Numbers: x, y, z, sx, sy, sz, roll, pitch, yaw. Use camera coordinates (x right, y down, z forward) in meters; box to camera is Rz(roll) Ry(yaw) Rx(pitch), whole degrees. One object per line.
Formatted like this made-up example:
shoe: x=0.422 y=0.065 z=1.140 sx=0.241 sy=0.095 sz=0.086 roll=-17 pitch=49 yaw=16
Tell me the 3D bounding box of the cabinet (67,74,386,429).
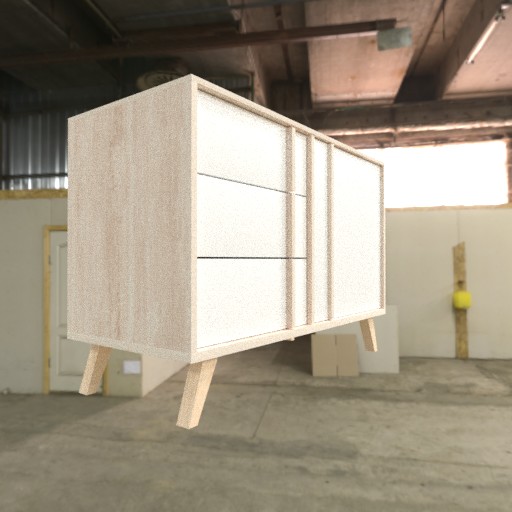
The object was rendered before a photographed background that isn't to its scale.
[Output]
cabinet: x=0.000 y=0.000 z=1.549 sx=0.500 sy=0.780 sz=1.110 roll=0 pitch=-1 yaw=38
